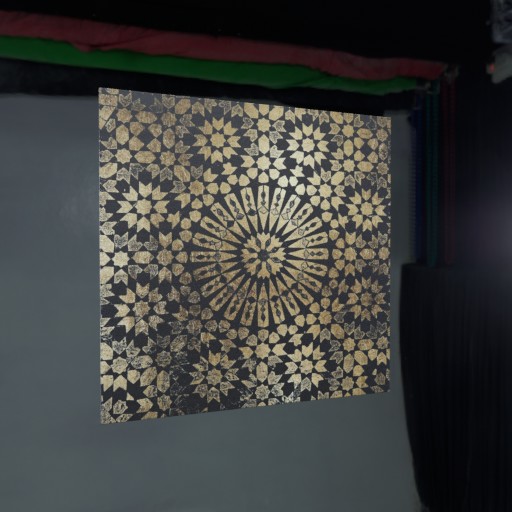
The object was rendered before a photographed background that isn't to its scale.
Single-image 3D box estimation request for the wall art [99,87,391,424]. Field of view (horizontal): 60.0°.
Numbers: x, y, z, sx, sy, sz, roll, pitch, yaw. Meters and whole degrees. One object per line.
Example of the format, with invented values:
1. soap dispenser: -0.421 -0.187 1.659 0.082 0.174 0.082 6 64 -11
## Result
1. wall art: 0.000 0.000 0.611 0.405 0.405 0.038 0 1 -18
